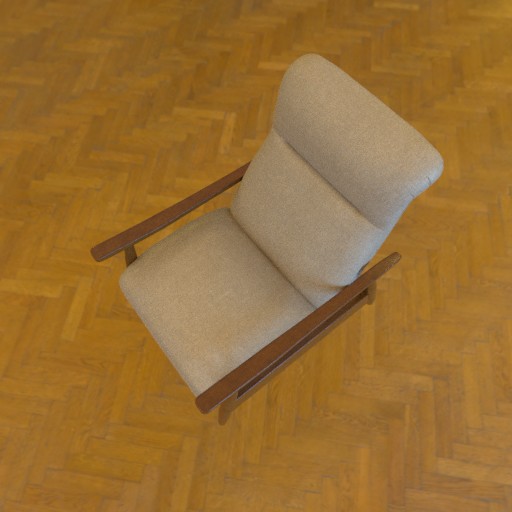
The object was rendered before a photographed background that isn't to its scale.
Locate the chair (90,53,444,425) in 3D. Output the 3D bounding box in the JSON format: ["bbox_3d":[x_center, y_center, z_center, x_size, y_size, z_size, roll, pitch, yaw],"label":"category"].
[{"bbox_3d":[0.000,0.000,1.777,1.030,1.082,0.762,-35,69,-16],"label":"chair"}]
